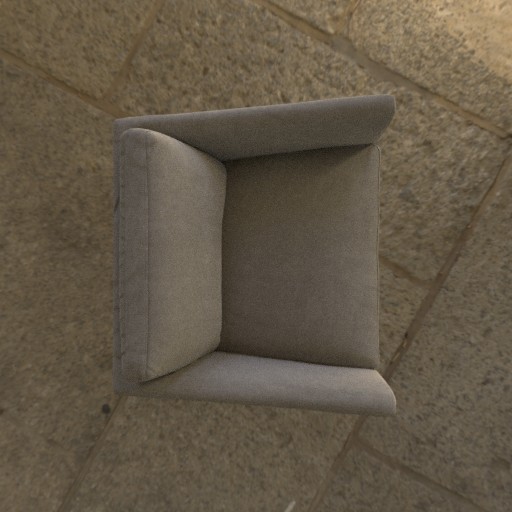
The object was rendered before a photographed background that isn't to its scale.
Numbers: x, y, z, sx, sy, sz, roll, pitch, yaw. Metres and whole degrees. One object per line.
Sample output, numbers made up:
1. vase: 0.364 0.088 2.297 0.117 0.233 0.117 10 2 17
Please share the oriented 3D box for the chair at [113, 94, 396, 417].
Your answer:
1. chair: 0.000 0.000 1.881 1.091 0.845 1.190 0 90 1
